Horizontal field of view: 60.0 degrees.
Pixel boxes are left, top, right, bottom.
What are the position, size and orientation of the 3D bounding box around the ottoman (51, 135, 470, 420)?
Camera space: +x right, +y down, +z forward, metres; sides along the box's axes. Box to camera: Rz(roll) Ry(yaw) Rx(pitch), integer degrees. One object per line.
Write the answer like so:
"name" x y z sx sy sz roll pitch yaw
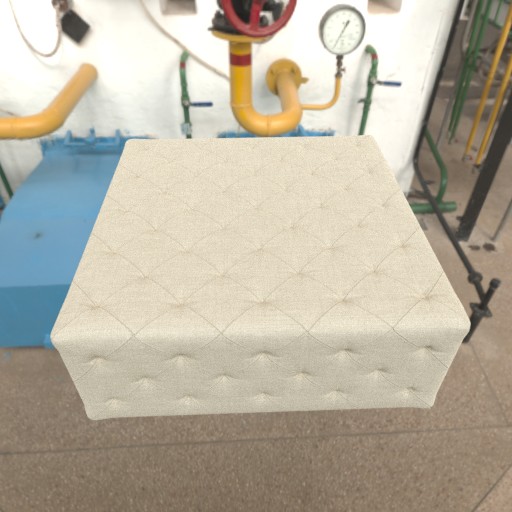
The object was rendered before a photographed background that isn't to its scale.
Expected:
"ottoman" 0.000 0.000 1.570 1.028 0.439 1.028 -1 41 -2
